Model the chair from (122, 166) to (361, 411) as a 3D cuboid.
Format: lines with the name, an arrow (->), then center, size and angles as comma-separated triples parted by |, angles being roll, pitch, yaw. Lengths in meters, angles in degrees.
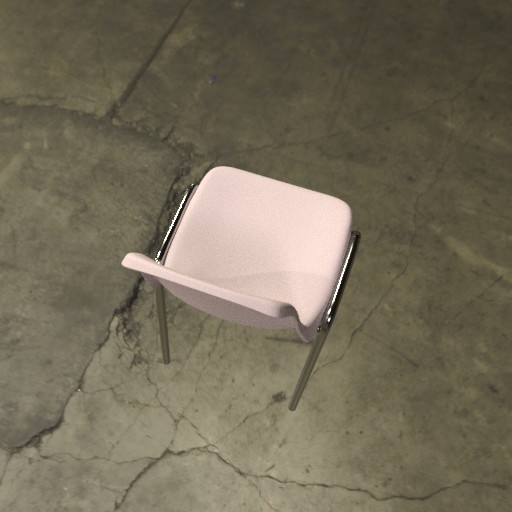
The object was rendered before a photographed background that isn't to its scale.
chair -> 0.000, 0.000, 0.902 | 0.381, 0.653, 0.436 | 18, 65, 8
